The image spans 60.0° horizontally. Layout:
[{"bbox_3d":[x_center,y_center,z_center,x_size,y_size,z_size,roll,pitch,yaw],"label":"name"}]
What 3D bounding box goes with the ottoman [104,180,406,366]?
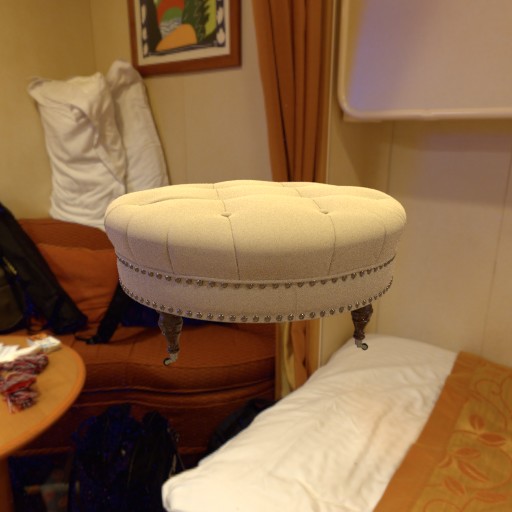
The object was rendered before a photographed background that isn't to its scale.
[{"bbox_3d":[0.000,0.000,1.422,0.901,0.439,0.901,0,16,0],"label":"ottoman"}]
